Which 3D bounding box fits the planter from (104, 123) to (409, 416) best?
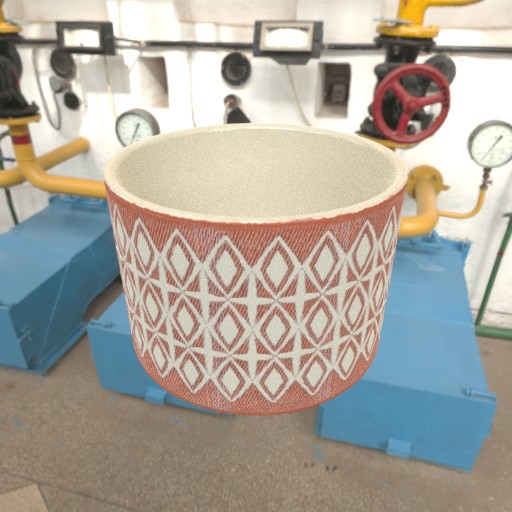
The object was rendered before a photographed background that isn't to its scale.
[{"bbox_3d":[0.000,0.000,0.327,0.192,0.148,0.192,0,30,0],"label":"planter"}]
